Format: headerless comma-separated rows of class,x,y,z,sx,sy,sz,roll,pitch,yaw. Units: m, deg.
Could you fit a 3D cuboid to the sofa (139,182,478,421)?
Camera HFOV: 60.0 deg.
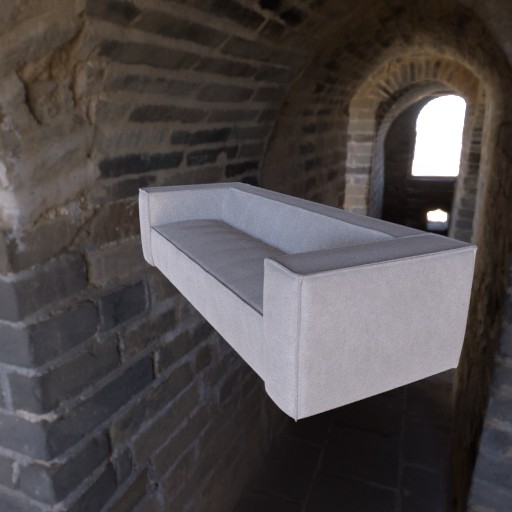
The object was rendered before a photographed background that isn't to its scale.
sofa,0.000,0.000,3.052,1.038,0.680,2.697,-8,18,-26
